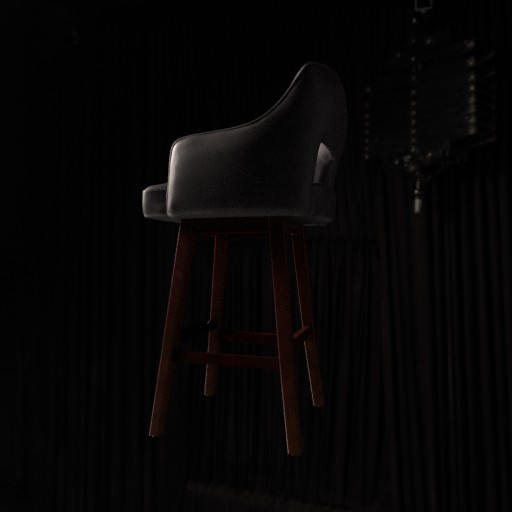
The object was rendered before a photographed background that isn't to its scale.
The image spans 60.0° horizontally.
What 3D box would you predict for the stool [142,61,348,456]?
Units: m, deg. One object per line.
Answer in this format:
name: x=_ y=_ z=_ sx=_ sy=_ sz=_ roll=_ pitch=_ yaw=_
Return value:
stool: x=0.000 y=0.000 z=1.403 sx=0.560 sy=1.041 sz=0.550 roll=0 pitch=0 yaw=17
